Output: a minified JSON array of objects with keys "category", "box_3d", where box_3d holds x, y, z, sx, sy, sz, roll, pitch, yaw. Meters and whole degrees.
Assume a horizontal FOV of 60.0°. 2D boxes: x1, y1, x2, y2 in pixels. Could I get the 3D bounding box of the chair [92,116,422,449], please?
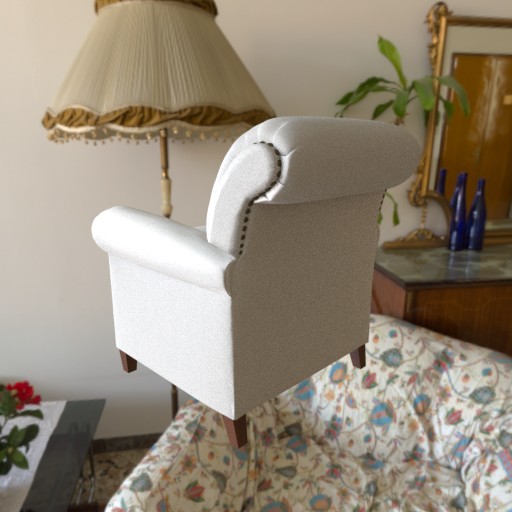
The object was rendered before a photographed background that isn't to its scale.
[{"category":"chair","box_3d":[0.000,0.000,1.588,0.890,0.927,0.854,14,20,43]}]
